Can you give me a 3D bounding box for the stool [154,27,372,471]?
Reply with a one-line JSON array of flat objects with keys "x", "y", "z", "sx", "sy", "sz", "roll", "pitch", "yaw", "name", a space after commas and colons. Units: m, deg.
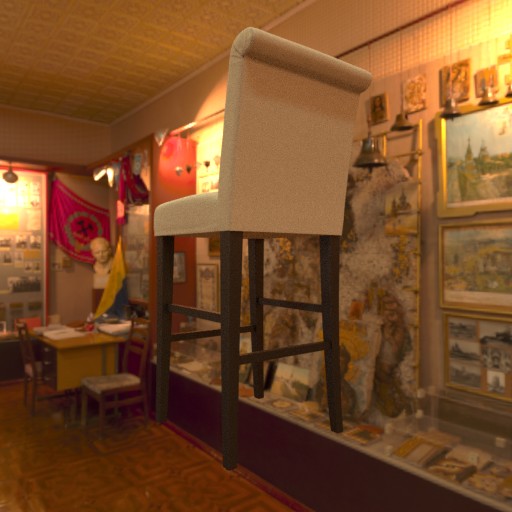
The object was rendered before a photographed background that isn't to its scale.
[{"x": 0.000, "y": 0.000, "z": 1.427, "sx": 0.452, "sy": 1.124, "sz": 0.597, "roll": 0, "pitch": 0, "yaw": -37, "name": "stool"}]
